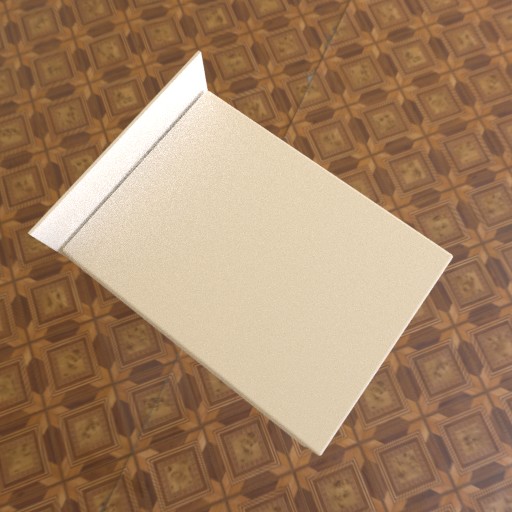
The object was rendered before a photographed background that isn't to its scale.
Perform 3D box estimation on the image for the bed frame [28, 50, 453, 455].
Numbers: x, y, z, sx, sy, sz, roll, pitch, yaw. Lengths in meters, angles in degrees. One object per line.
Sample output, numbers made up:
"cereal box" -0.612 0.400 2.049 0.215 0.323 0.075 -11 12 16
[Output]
"bed frame" 0.000 0.000 2.673 1.900 0.800 1.400 36 78 9
